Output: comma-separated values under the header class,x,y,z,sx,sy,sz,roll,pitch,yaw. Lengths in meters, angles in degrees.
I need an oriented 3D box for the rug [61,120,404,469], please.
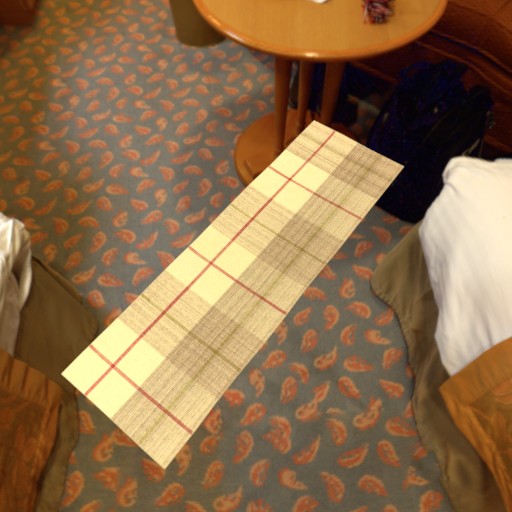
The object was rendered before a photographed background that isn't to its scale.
class,x,y,z,sx,sy,sz,roll,pitch,yaw
rug,0.000,0.000,2.750,0.762,0.013,2.439,33,65,18
